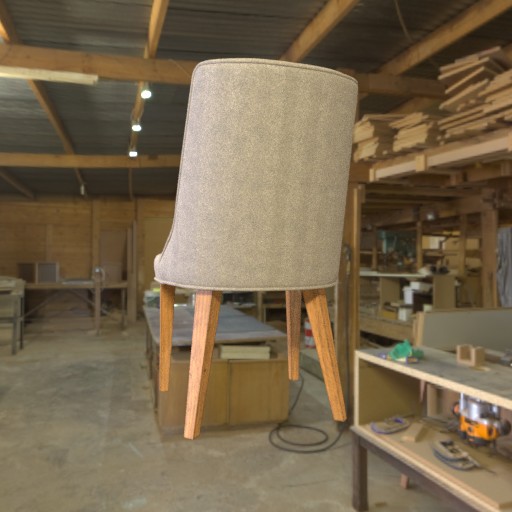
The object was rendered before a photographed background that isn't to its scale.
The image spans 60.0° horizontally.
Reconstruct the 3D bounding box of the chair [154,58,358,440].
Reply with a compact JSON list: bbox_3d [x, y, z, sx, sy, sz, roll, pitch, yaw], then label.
[{"bbox_3d":[0.000,0.000,1.305,0.548,0.916,0.636,0,0,-17],"label":"chair"}]
